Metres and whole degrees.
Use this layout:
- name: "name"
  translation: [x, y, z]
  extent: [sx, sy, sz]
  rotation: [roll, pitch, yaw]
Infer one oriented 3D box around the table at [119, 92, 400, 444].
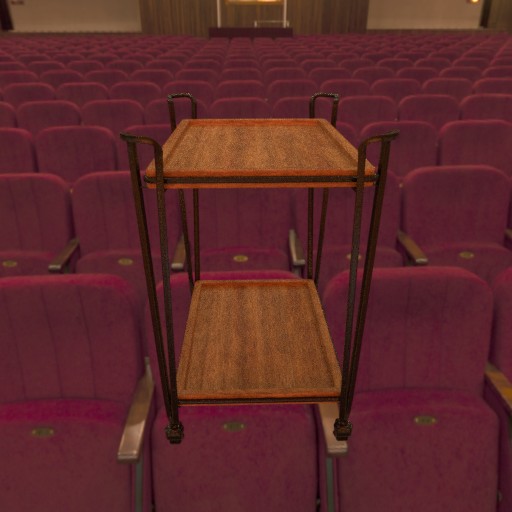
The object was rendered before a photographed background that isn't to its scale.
- name: "table"
  translation: [0.000, 0.000, 1.226]
  extent: [0.505, 0.785, 0.672]
  rotation: [-1, 26, -1]
